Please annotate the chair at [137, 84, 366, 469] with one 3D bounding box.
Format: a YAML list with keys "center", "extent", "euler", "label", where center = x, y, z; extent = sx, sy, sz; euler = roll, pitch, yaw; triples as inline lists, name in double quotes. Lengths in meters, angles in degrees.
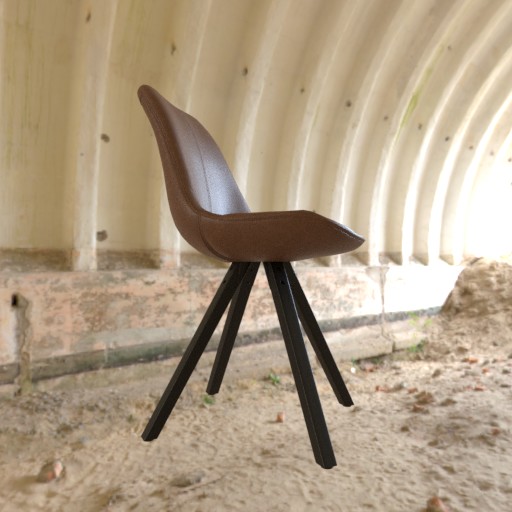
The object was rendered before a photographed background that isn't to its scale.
- center: [0.000, 0.000, 1.143]
  extent: [0.550, 0.850, 0.475]
  euler: [0, -1, 17]
  label: "chair"
